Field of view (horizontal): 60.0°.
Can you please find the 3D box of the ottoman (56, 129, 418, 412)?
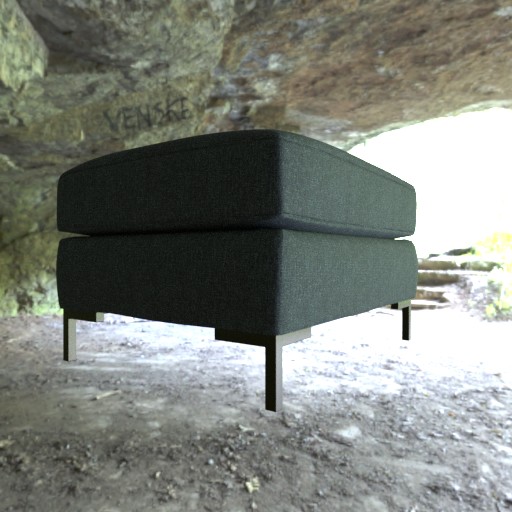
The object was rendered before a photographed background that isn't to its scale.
[{"bbox_3d":[0.000,0.000,1.268,0.695,0.533,0.831,0,0,35],"label":"ottoman"}]
